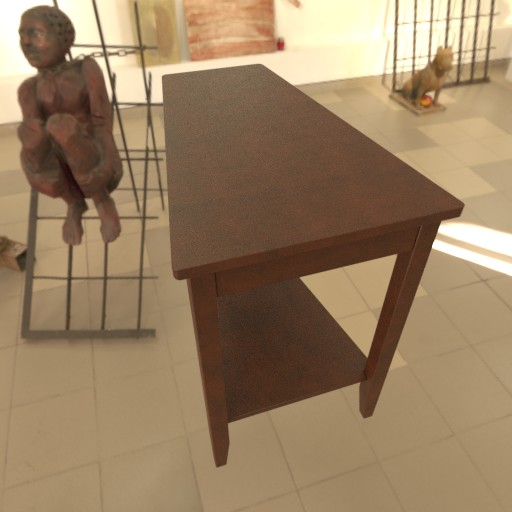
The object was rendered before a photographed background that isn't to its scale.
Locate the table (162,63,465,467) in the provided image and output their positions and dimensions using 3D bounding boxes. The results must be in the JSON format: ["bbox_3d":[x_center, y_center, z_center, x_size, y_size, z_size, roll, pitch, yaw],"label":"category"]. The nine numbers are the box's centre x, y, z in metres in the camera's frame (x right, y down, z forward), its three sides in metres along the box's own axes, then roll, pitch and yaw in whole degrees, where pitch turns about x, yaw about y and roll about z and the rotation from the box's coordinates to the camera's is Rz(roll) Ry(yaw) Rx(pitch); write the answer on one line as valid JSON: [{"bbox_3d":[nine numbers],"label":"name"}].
[{"bbox_3d":[0.000,0.000,0.960,0.399,0.589,0.605,-13,44,-13],"label":"table"}]
